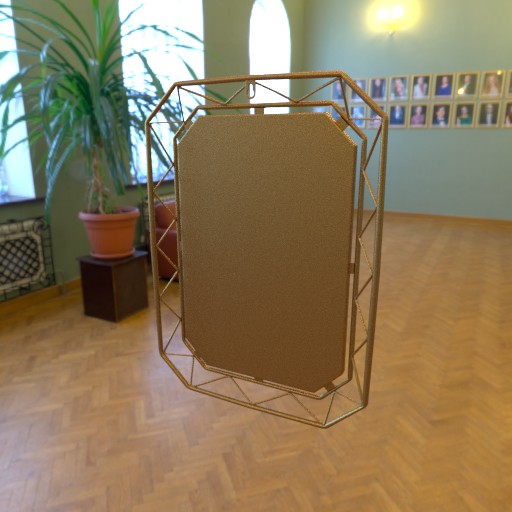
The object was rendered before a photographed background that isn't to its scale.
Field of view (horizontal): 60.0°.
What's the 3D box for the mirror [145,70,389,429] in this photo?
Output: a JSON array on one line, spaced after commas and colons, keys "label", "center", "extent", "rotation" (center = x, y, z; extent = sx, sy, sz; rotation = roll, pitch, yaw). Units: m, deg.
[{"label": "mirror", "center": [0.000, 0.000, 0.746], "extent": [0.417, 0.566, 0.042], "rotation": [7, 17, 25]}]
